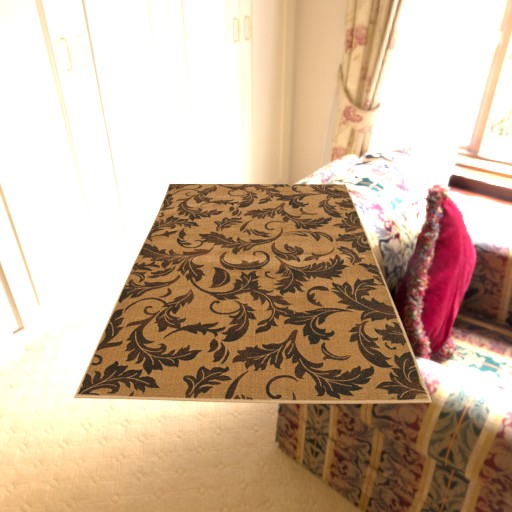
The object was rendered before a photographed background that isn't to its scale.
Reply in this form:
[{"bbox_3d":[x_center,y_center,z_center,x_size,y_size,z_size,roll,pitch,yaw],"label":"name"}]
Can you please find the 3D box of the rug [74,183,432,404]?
[{"bbox_3d":[0.000,0.000,2.823,1.522,0.008,2.284,0,33,1],"label":"rug"}]
